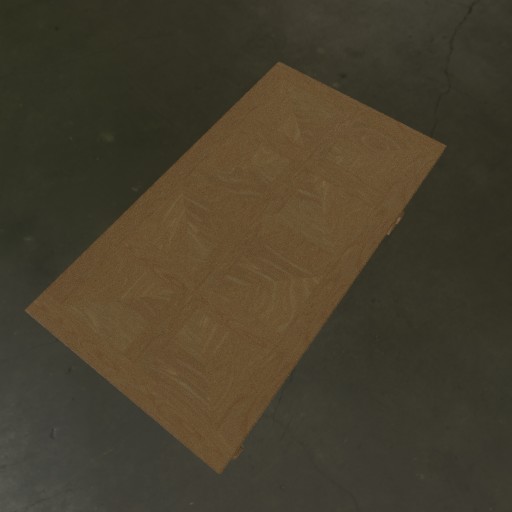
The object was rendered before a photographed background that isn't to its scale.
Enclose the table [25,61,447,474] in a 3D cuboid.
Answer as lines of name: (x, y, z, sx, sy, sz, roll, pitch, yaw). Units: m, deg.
table: (0.000, 0.000, 1.630, 0.711, 0.507, 1.270, 33, 68, 15)
